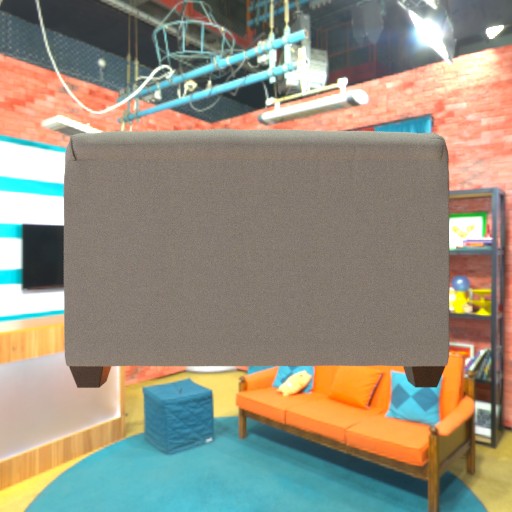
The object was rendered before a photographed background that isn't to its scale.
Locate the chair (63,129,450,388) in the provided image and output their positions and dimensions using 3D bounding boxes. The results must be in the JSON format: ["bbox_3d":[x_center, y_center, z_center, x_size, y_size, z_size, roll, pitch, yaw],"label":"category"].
[{"bbox_3d":[0.000,0.000,2.046,1.383,0.948,1.000,0,0,0],"label":"chair"}]
